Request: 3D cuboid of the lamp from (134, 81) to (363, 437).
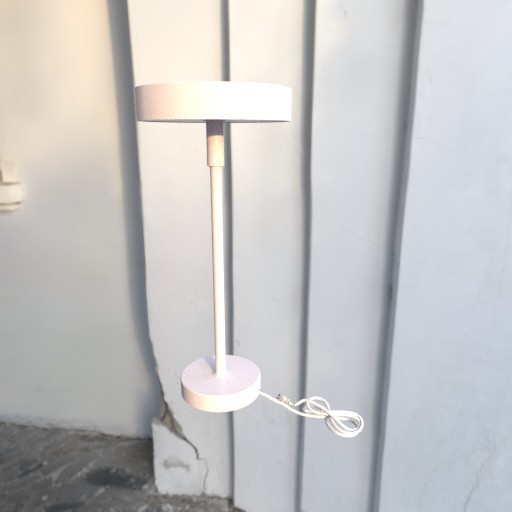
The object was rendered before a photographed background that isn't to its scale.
[{"bbox_3d":[0.000,0.000,0.688,0.369,0.508,0.229,8,17,27],"label":"lamp"}]
